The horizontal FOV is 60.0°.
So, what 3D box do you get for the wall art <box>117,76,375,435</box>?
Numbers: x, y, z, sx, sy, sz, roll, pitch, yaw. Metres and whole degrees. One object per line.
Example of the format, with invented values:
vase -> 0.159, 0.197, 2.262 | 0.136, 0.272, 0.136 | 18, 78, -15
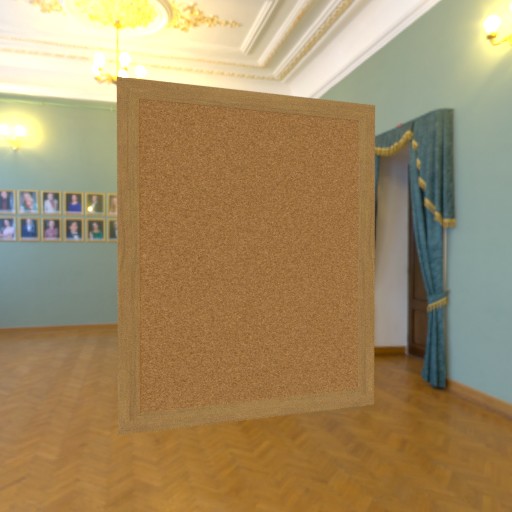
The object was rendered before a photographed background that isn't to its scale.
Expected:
wall art -> 0.000, 0.000, 0.771 | 0.460, 0.561, 0.020 | 0, 1, -18
